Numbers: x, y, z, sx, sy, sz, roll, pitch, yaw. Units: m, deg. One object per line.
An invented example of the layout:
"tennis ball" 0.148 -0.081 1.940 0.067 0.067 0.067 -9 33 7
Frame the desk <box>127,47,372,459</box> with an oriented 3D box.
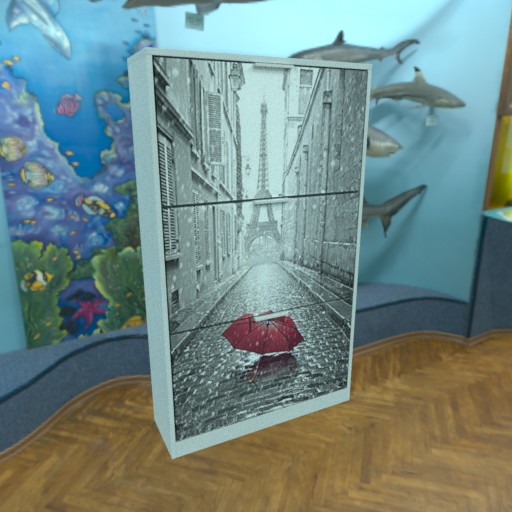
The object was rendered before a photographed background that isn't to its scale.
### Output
"desk" 0.000 0.000 1.579 0.750 1.280 0.250 -8 18 -26
